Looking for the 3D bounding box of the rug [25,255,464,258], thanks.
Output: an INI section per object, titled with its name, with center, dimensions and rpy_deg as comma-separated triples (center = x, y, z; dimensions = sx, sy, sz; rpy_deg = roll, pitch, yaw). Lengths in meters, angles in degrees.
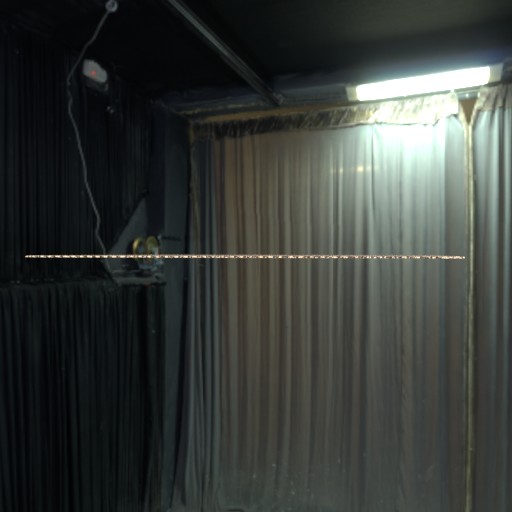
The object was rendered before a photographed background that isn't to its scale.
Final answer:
[rug]
center = 0.000, 0.000, 2.307
dimensions = 1.828, 0.008, 1.219
rpy_deg = 0, 0, 17
